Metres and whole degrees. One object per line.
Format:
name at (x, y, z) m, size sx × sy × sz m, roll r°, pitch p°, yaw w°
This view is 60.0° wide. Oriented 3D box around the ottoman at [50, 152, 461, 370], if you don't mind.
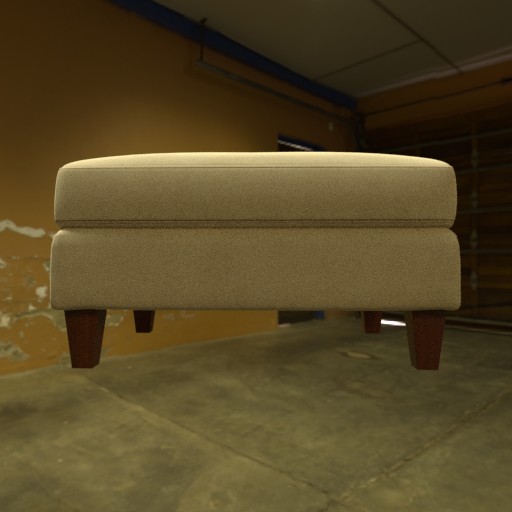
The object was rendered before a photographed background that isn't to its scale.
ottoman at (0.000, 0.000, 1.188) m, size 0.864 × 0.483 × 0.584 m, roll 0°, pitch -1°, yaw 1°
